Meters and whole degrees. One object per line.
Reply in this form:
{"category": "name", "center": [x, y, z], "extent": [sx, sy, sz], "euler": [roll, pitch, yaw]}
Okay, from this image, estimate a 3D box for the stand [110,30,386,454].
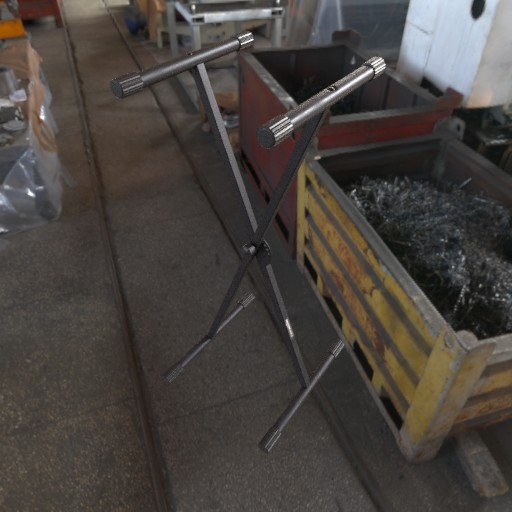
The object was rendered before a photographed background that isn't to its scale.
{"category": "stand", "center": [0.000, 0.000, 1.143], "extent": [0.409, 0.940, 0.449], "euler": [25, 47, 26]}
